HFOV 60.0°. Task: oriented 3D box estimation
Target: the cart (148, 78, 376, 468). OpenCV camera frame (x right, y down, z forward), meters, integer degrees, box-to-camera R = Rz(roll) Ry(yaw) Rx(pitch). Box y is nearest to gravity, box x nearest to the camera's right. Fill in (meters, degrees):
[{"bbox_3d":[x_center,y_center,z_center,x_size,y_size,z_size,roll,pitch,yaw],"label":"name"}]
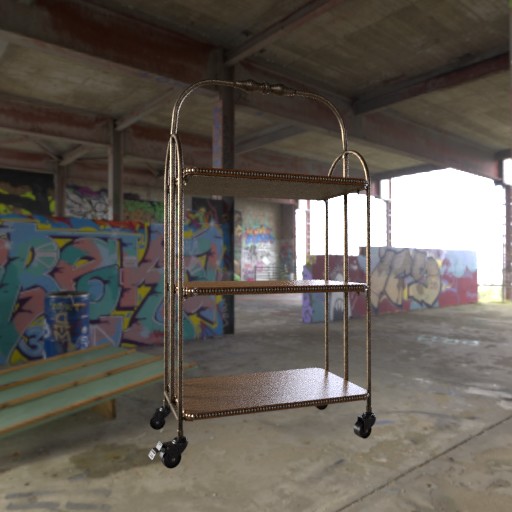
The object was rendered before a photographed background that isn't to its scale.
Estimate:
[{"bbox_3d":[0.000,0.000,1.322,0.650,1.052,0.330,0,-1,-19],"label":"cart"}]
